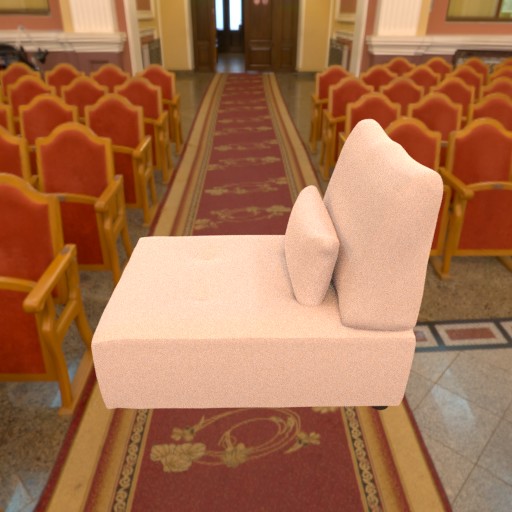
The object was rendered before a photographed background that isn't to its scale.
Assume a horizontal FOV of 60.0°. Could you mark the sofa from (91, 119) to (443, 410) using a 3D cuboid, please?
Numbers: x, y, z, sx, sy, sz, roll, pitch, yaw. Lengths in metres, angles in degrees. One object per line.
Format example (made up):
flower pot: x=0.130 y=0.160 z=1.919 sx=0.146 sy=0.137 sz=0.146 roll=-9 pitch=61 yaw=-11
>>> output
sofa: x=0.000 y=0.000 z=1.576 sx=1.000 sy=0.820 sz=0.700 roll=0 pitch=29 yaw=-1
